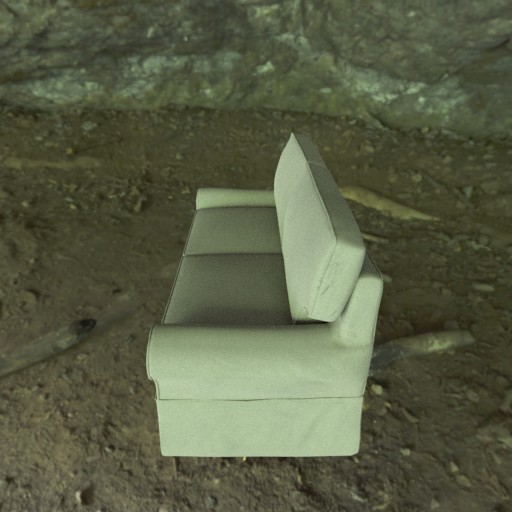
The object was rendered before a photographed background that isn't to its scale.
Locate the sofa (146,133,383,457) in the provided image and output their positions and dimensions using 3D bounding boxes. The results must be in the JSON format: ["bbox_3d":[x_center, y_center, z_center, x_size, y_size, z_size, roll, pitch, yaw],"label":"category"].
[{"bbox_3d":[0.000,0.000,2.348,0.841,1.024,1.823,0,27,-1],"label":"sofa"}]
